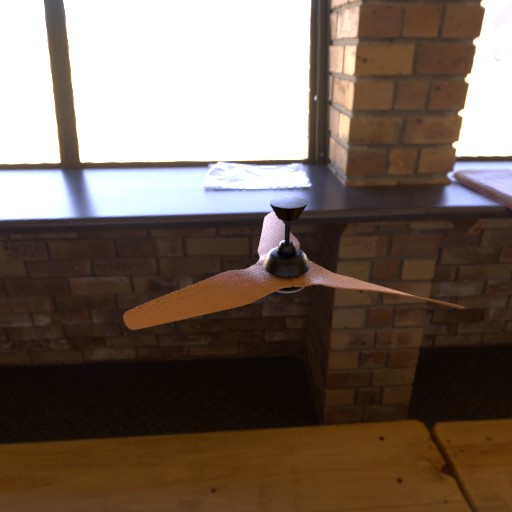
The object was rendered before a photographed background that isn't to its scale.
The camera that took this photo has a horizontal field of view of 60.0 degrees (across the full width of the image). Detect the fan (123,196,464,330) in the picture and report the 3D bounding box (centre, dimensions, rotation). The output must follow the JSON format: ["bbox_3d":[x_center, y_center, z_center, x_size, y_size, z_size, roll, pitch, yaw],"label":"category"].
[{"bbox_3d":[0.000,0.000,1.633,1.010,0.355,1.142,-17,30,-32],"label":"fan"}]
